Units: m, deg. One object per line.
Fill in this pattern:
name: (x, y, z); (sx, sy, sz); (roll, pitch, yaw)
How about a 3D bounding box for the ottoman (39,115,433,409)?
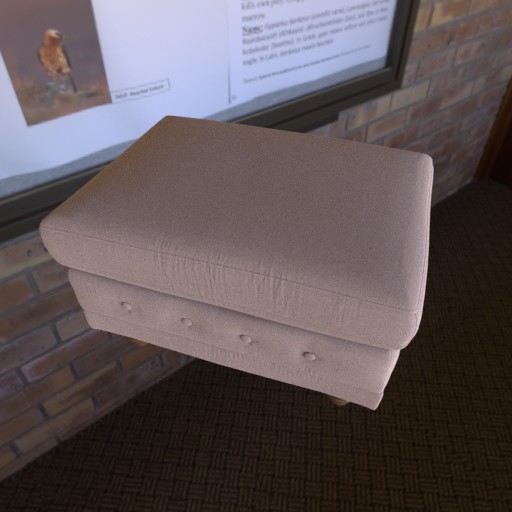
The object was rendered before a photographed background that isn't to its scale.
ottoman: (0.000, 0.000, 1.142); (0.771, 0.500, 0.569); (13, 43, 14)
